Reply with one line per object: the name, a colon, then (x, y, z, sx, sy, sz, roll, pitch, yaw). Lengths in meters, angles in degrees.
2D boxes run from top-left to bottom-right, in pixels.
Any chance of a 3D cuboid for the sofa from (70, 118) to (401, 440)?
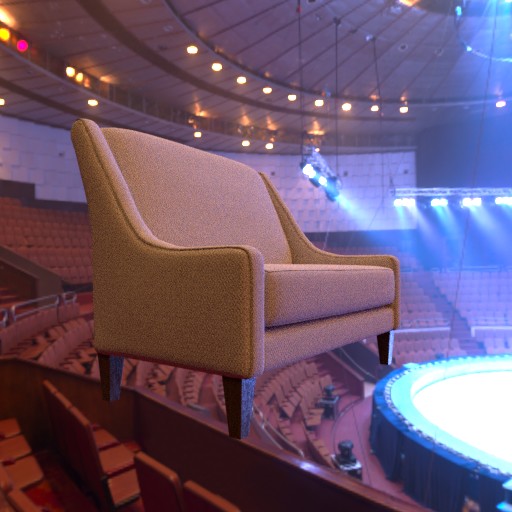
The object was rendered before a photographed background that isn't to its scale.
sofa: (0.000, 0.000, 1.891, 0.870, 1.022, 1.242, -1, -2, 36)
